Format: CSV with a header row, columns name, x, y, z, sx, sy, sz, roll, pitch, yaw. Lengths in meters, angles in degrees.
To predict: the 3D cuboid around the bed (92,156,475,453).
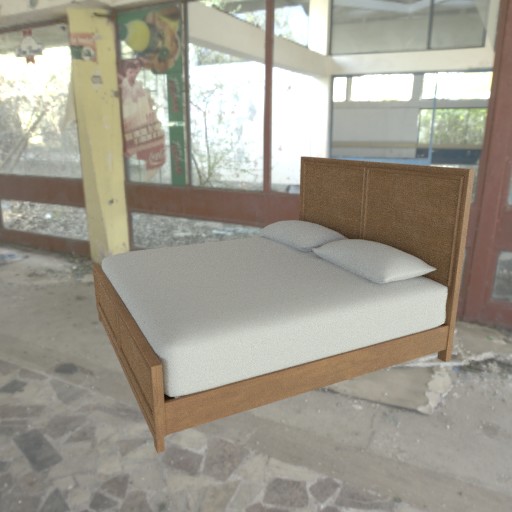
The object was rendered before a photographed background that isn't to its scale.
name,x,y,z,sx,sy,sz,roll,pitch,yaw
bed,0.000,0.000,3.451,2.184,1.387,2.003,-8,17,-26
